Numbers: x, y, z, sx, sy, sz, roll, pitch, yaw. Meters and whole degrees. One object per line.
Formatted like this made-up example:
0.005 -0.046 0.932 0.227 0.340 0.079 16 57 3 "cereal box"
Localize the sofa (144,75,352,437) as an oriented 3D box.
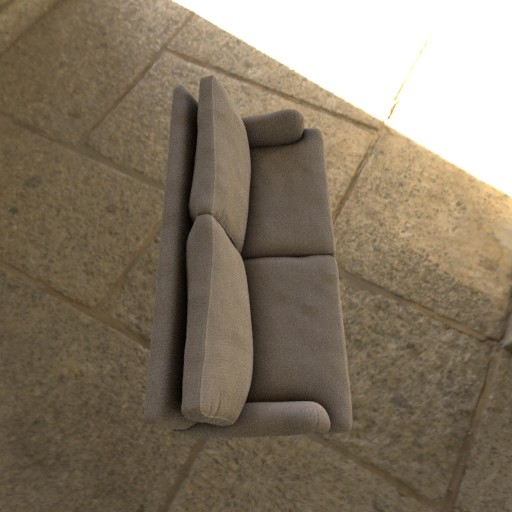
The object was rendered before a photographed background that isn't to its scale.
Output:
0.000 0.000 2.873 1.069 1.096 2.193 -1 64 0 "sofa"
